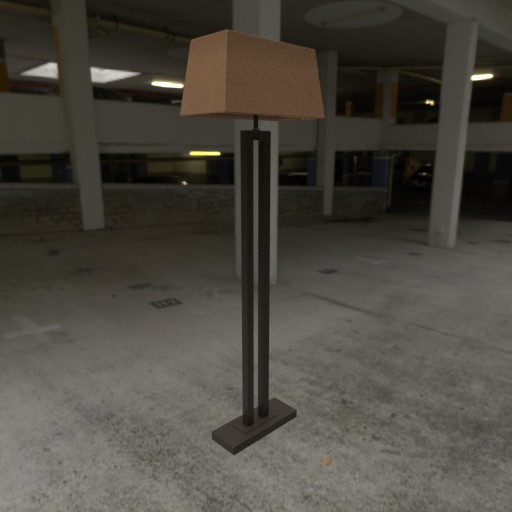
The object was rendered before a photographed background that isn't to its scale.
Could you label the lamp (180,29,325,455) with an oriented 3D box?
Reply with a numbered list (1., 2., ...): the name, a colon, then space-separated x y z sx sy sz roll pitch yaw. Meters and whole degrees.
1. lamp: 0.000 0.000 1.664 0.475 1.469 0.233 -13 19 -42
